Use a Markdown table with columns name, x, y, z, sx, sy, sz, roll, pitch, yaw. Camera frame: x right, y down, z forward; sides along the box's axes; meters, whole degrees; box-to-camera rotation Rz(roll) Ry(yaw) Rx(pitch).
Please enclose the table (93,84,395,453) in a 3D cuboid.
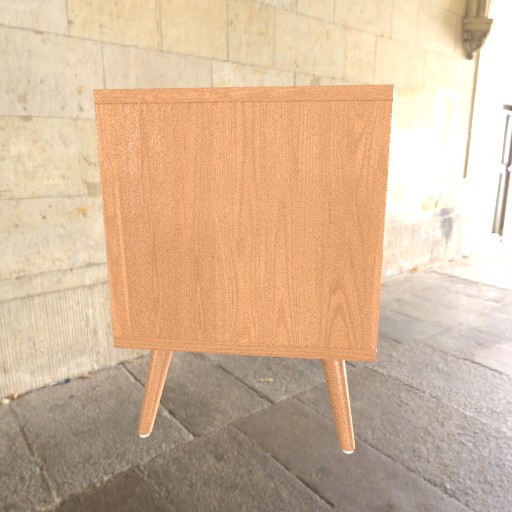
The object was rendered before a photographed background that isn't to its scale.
| name | x | y | z | sx | sy | sz | roll | pitch | yaw |
| --- | --- | --- | --- | --- | --- | --- | --- | --- | --- |
| table | 0.000 | 0.000 | 0.837 | 0.400 | 0.550 | 0.400 | 2 | 14 | 7 |
